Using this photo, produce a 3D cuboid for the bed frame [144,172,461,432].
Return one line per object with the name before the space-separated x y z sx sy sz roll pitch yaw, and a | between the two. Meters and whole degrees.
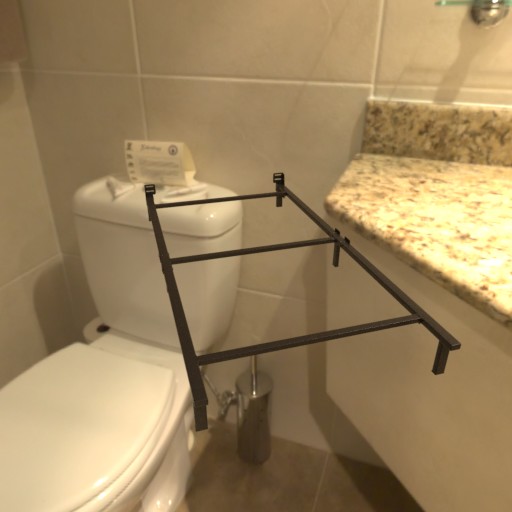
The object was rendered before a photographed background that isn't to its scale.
bed frame | 0.000 0.000 2.280 0.968 0.248 1.897 -8 29 -15
